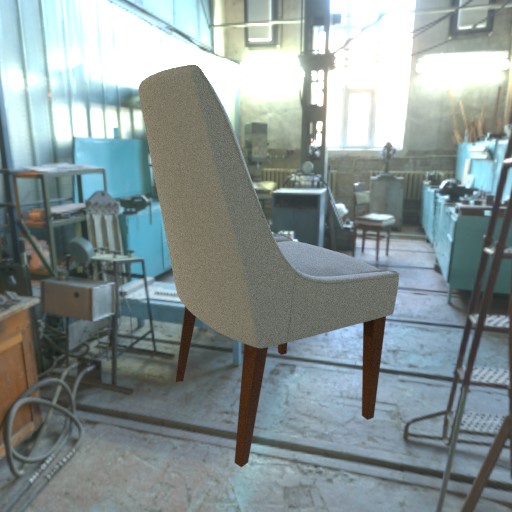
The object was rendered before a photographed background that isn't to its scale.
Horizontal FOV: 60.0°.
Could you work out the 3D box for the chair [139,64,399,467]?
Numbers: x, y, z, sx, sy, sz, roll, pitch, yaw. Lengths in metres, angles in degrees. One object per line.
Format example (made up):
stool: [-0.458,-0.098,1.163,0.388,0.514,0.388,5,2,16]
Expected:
chair: [0.000,0.000,1.169,0.544,0.861,0.529,-8,16,-28]
